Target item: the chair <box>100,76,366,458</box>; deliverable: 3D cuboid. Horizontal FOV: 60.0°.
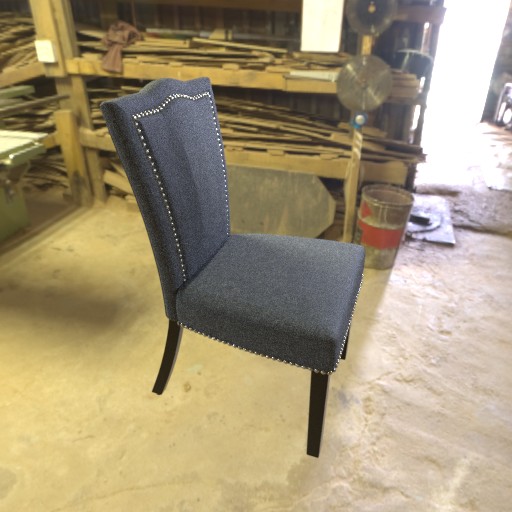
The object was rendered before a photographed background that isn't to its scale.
[{"bbox_3d":[0.000,0.000,1.289,0.589,0.946,0.518,10,30,17],"label":"chair"}]
